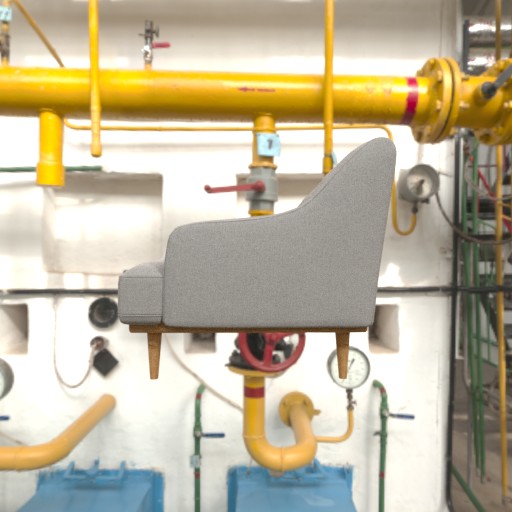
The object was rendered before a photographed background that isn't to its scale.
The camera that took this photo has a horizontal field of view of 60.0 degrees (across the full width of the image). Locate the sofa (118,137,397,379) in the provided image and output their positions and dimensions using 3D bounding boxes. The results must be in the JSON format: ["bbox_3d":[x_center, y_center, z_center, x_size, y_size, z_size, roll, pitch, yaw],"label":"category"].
[{"bbox_3d":[0.000,0.000,2.517,0.978,0.871,2.057,0,0,-1],"label":"sofa"}]
